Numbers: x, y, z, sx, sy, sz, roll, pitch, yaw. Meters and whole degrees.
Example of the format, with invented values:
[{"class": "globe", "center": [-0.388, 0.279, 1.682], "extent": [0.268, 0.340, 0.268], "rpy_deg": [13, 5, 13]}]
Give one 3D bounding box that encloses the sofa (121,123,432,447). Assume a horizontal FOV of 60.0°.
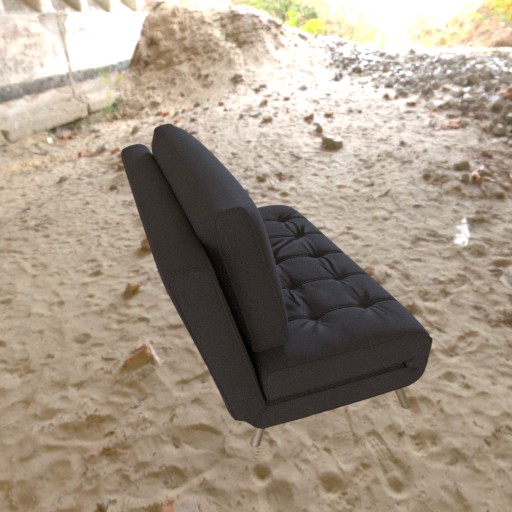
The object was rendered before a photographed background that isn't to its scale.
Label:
[{"class": "sofa", "center": [0.000, 0.000, 1.852], "extent": [0.910, 0.910, 1.220], "rpy_deg": [-10, 31, -17]}]
